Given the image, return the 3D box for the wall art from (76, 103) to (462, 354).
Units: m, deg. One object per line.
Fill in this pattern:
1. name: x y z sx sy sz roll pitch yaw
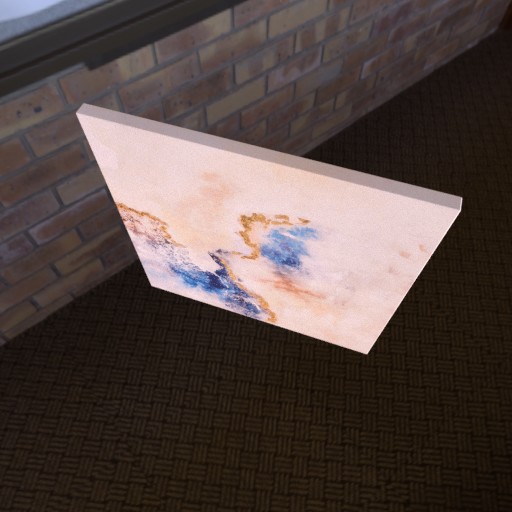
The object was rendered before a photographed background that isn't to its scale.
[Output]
1. wall art: 0.000 0.000 1.361 0.889 0.889 0.038 16 60 10
